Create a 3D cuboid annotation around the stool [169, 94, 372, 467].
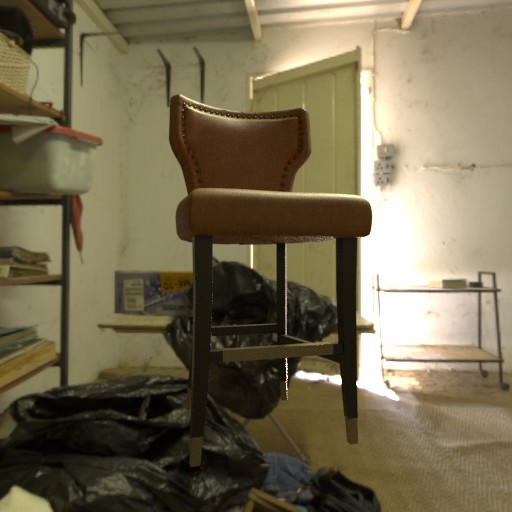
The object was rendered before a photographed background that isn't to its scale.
[{"bbox_3d":[0.000,0.000,1.420,0.526,1.092,0.563,0,0,-17],"label":"stool"}]
